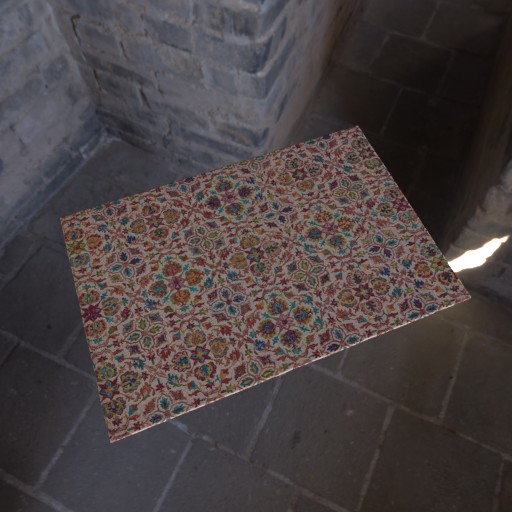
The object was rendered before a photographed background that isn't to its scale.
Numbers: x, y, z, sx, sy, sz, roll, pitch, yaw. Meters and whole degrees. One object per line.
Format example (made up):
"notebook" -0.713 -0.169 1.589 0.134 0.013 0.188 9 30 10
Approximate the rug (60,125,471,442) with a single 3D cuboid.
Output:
"rug" 0.000 0.000 2.914 2.297 0.018 1.541 -19 64 -10
